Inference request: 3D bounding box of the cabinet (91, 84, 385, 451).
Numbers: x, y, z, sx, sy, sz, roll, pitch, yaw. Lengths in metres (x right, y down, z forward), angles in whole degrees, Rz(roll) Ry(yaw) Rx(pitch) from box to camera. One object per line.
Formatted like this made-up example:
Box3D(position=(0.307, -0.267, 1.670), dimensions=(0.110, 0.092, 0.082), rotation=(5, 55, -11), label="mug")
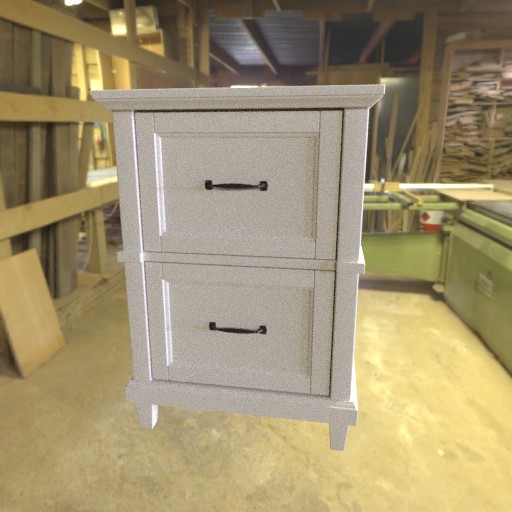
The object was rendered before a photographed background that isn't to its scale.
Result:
Box3D(position=(0.000, 0.000, 1.161), dimensions=(0.544, 0.775, 0.547), rotation=(3, 15, 10), label="cabinet")
